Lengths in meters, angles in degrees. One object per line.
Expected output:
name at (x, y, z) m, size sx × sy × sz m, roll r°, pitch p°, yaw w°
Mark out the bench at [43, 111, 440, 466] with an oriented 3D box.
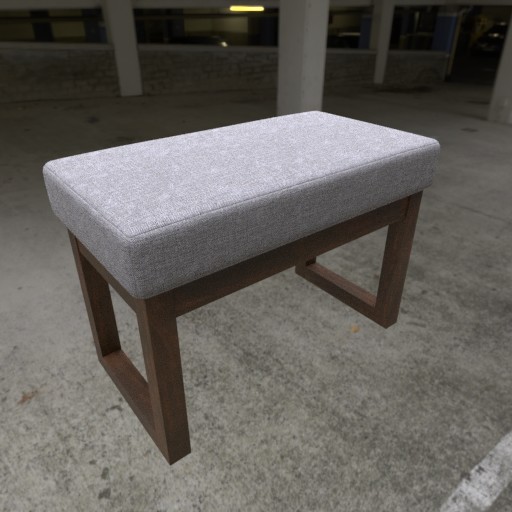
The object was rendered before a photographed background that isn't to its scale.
bench at (0.000, 0.000, 0.942) m, size 0.681 × 0.467 × 0.366 m, roll -22°, pitch 36°, yaw -32°
